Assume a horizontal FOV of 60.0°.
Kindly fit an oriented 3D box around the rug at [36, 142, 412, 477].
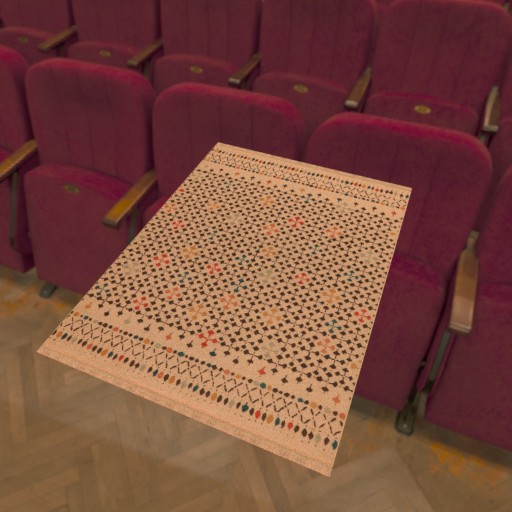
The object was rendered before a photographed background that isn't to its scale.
[{"bbox_3d":[0.000,0.000,2.015,1.146,0.006,1.556,17,49,15],"label":"rug"}]
